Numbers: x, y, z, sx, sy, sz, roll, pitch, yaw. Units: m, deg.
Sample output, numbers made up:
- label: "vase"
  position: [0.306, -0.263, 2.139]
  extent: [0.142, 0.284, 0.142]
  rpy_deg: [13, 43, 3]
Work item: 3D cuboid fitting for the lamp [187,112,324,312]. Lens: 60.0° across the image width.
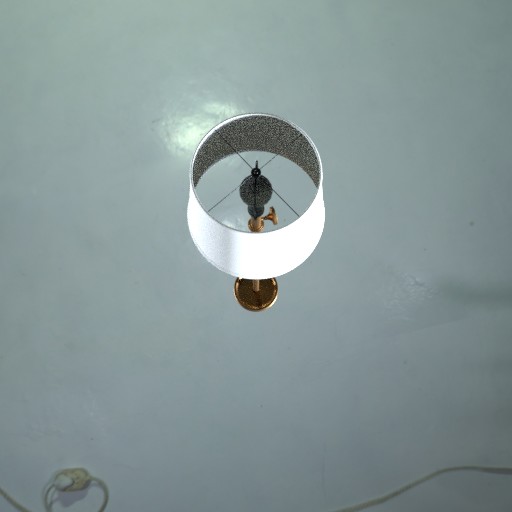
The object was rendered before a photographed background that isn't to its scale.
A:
- label: "lamp"
  position: [0.000, 0.000, 0.802]
  extent: [0.178, 0.710, 0.178]
  rpy_deg: [0, 76, 0]
